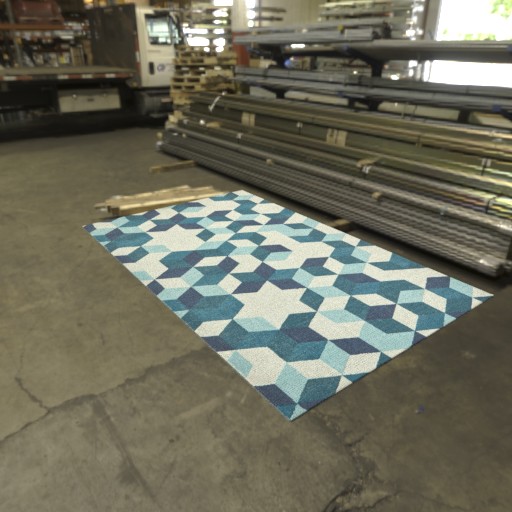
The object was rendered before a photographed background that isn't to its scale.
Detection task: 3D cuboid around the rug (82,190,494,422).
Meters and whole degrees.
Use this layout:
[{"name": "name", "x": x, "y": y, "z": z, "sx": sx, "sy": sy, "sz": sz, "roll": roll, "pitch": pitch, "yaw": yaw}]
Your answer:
[{"name": "rug", "x": 0.000, "y": 0.000, "z": 2.955, "sx": 1.518, "sy": 0.015, "sz": 2.438, "roll": -18, "pitch": 31, "yaw": -33}]
